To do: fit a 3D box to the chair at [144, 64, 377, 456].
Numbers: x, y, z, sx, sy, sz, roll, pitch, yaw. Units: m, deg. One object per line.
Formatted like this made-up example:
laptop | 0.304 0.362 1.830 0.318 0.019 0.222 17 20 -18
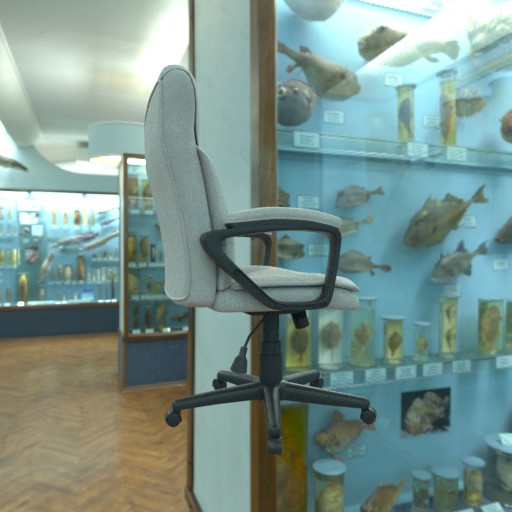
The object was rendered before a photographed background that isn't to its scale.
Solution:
chair | 0.000 0.000 1.537 0.724 1.105 0.667 0 1 -19
